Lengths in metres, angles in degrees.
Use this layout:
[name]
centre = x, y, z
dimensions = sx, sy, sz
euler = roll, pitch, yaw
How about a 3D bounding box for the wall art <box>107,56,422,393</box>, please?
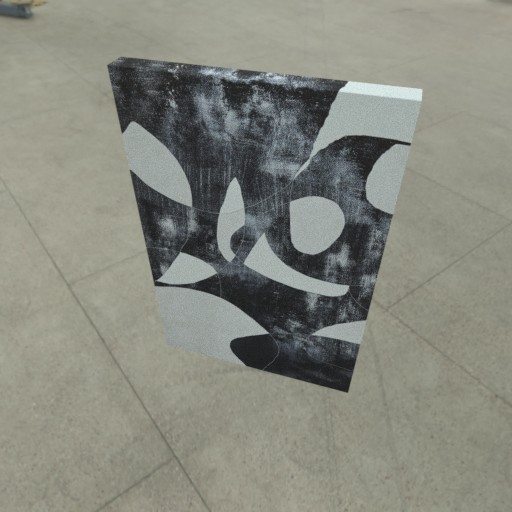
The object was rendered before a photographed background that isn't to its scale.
[wall art]
centre = 0.000, 0.000, 0.765
dimensions = 0.407, 0.610, 0.039
euler = 12, 43, 13
